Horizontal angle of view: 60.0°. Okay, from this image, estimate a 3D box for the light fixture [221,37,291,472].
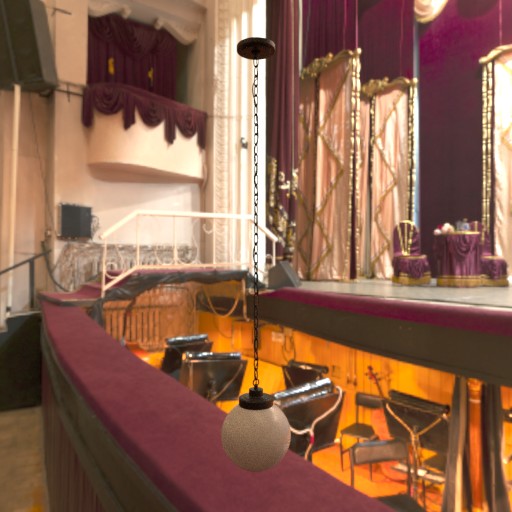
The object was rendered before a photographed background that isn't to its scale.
[{"bbox_3d":[0.000,0.000,1.962,0.305,1.867,0.304,1,-1,-36],"label":"light fixture"}]
